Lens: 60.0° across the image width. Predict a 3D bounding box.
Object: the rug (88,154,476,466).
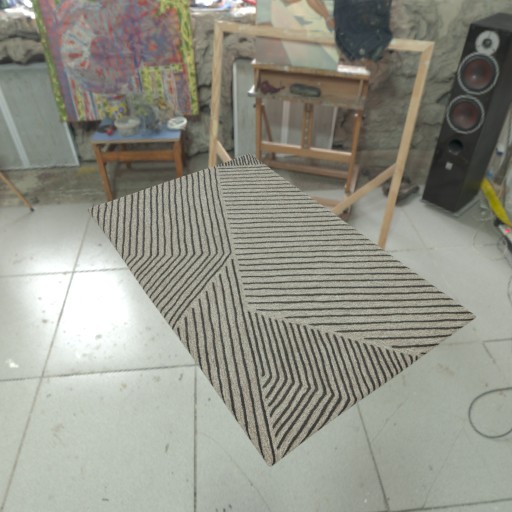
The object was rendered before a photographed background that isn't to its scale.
[{"bbox_3d":[0.000,0.000,3.050,1.539,0.023,2.406,-25,48,-25],"label":"rug"}]
